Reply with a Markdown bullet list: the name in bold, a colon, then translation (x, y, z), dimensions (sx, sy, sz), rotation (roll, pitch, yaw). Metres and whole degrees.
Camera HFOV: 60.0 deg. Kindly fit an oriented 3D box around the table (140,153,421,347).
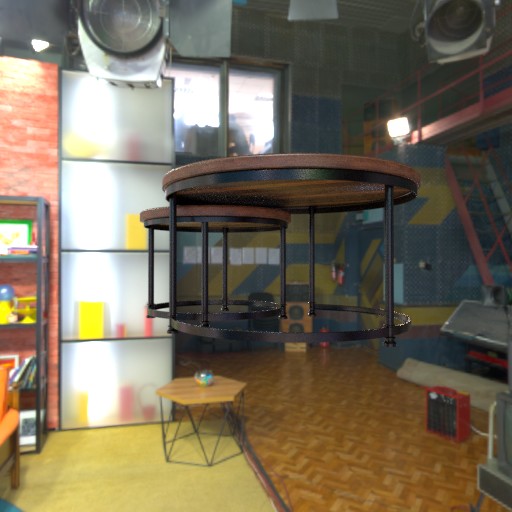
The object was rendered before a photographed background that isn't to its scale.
- **table**: translation (0.000, 0.000, 1.638), dimensions (1.152, 0.516, 0.870), rotation (0, -1, 36)
